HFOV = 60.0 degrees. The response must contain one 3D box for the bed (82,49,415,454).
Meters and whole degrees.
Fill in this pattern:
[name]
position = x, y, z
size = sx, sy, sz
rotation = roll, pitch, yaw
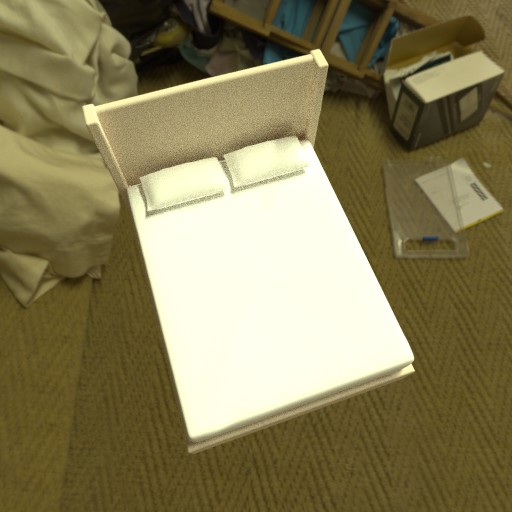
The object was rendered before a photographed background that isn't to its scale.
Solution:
[bed]
position = 0.000, 0.000, 3.383
size = 1.778, 1.471, 2.293
rotation = -17, 66, -8
